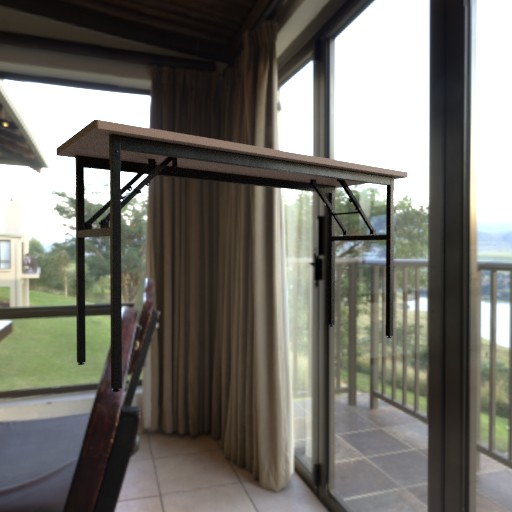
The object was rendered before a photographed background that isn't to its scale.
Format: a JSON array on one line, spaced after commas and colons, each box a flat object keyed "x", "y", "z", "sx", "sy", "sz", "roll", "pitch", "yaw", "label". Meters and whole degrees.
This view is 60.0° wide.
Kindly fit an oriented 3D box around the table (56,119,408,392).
[{"x": 0.000, "y": 0.000, "z": 1.777, "sx": 1.397, "sy": 0.750, "sz": 0.447, "roll": -1, "pitch": 1, "yaw": -37, "label": "table"}]
